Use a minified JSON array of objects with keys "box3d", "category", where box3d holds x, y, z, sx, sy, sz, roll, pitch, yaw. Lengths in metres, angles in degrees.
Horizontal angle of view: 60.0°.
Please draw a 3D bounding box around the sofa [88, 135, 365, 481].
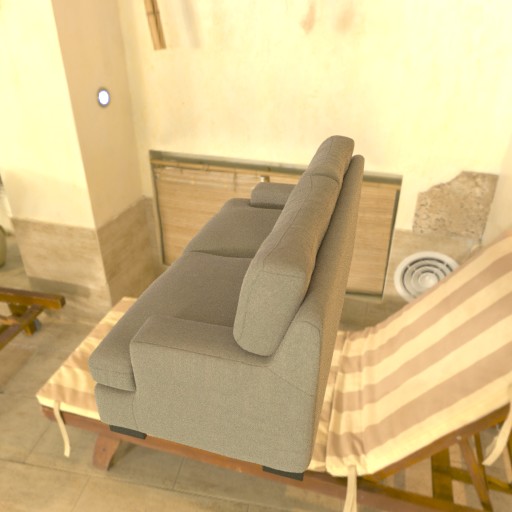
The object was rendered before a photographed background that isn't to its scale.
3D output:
[{"box3d":[0.000,0.000,2.401,0.962,0.980,1.855,8,31,14],"category":"sofa"}]
